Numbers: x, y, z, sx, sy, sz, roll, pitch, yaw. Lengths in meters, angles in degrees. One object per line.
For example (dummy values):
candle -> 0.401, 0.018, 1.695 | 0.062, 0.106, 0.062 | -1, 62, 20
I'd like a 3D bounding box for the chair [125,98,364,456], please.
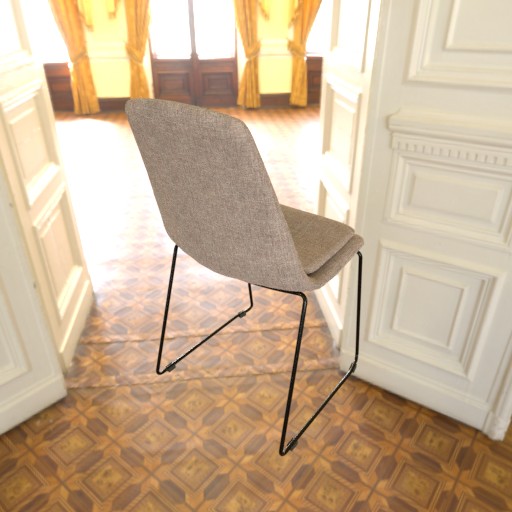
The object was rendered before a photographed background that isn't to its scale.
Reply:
chair -> 0.000, 0.000, 1.171 | 0.479, 0.858, 0.518 | 21, 36, 32
